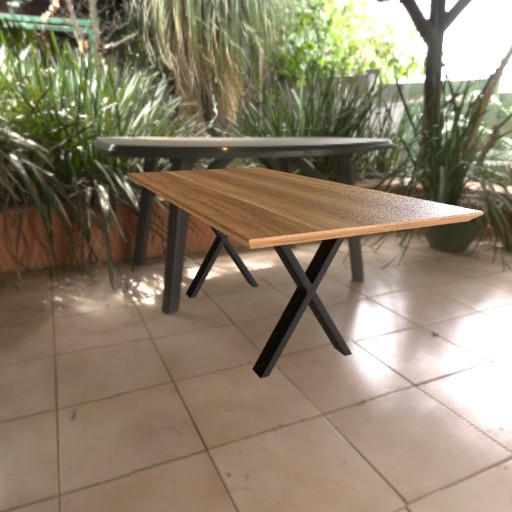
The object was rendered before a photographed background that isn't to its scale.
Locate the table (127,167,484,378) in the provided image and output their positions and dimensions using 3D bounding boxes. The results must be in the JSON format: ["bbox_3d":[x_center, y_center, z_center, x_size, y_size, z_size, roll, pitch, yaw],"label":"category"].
[{"bbox_3d":[0.000,0.000,2.482,1.000,0.770,2.000,-8,18,-24],"label":"table"}]
